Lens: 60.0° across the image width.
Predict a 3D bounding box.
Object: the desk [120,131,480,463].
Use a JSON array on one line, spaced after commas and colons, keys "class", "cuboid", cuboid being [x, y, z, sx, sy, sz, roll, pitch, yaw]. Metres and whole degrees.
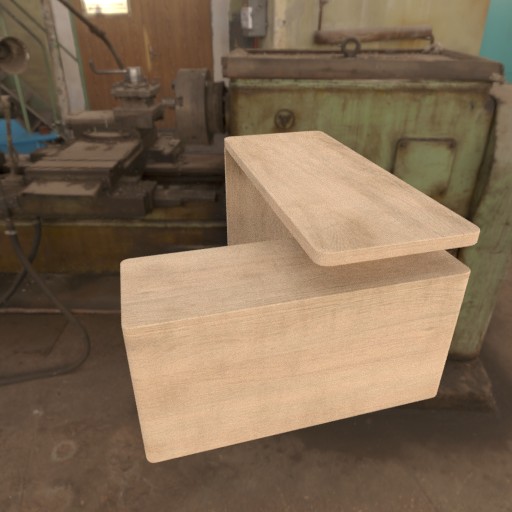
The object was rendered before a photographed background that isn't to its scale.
[{"class": "desk", "cuboid": [0.000, 0.000, 2.088, 1.175, 0.770, 1.400, -8, 30, -13]}]
